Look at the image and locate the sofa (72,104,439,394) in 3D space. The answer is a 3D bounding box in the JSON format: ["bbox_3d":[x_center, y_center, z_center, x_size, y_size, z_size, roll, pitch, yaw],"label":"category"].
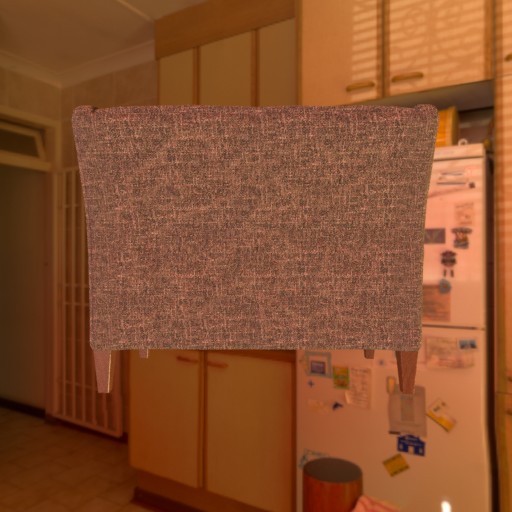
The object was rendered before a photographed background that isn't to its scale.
[{"bbox_3d":[0.000,0.000,1.878,1.242,1.021,0.870,0,0,0],"label":"sofa"}]
